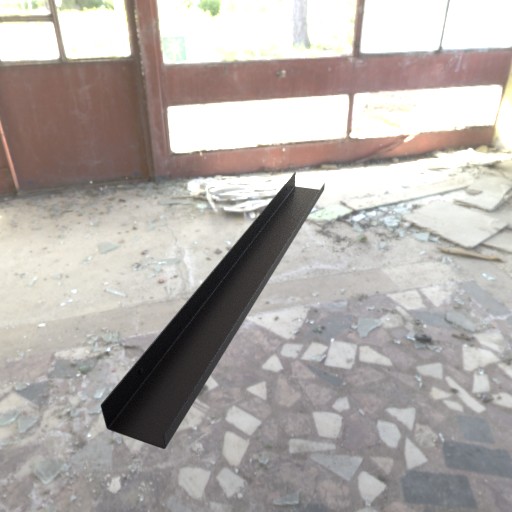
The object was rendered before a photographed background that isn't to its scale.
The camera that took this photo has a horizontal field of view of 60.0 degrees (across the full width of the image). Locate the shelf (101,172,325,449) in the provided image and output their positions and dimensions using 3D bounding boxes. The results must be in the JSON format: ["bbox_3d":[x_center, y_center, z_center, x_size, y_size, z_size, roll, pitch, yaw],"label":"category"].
[{"bbox_3d":[0.000,0.000,0.948,0.092,0.049,0.924,11,33,17],"label":"shelf"}]
